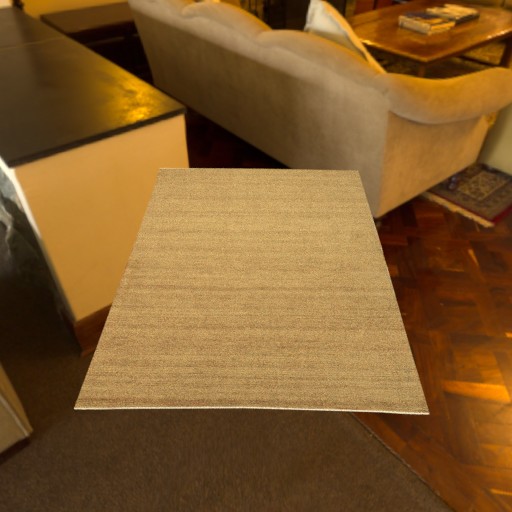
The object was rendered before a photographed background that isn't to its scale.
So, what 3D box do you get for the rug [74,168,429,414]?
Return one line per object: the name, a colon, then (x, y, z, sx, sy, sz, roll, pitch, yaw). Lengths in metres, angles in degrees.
rug: (0.000, 0.000, 4.213, 2.434, 0.045, 3.202, 1, 42, 1)
